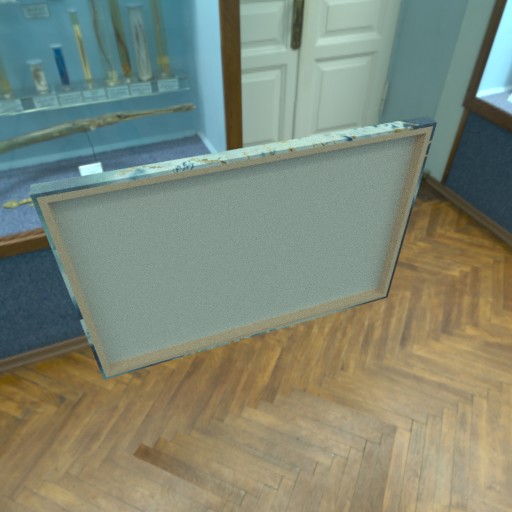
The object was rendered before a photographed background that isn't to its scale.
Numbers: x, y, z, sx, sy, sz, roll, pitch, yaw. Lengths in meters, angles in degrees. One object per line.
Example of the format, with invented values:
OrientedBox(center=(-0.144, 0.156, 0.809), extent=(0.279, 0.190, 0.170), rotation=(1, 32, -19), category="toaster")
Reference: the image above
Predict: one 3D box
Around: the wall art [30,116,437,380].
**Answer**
OrientedBox(center=(0.000, 0.000, 1.159), extent=(0.912, 0.608, 0.038), rotation=(-14, 43, -15), category="wall art")
